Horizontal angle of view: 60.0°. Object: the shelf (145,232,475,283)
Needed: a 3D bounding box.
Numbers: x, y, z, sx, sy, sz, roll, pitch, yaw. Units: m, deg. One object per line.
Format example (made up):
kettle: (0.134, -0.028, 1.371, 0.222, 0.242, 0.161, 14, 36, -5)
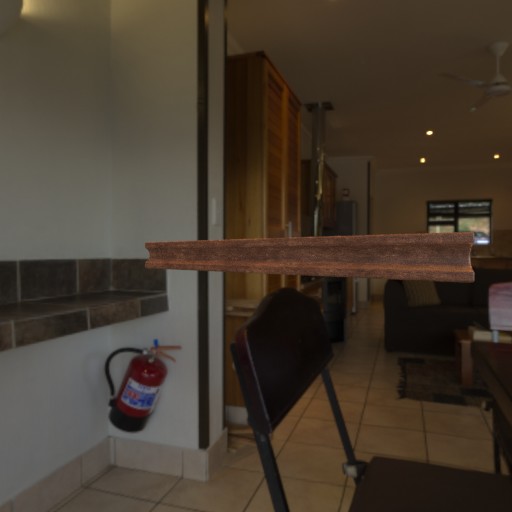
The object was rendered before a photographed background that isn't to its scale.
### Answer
shelf: (0.000, 0.000, 0.449, 0.296, 0.035, 0.296, 0, 0, 0)
